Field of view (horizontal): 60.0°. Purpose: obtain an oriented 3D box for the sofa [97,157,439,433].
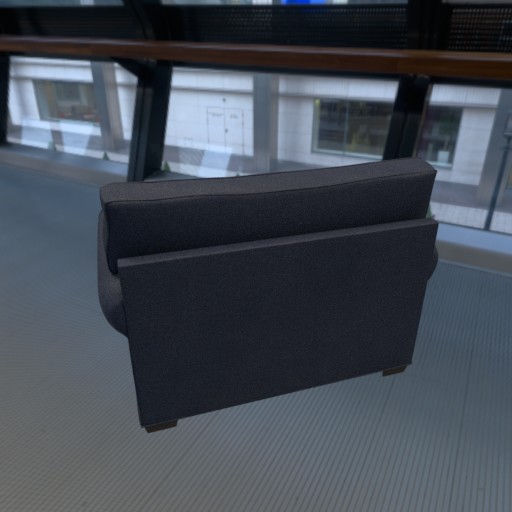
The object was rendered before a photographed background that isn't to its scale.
[{"bbox_3d":[0.000,0.000,2.106,1.405,1.004,0.938,-8,28,-16],"label":"sofa"}]
